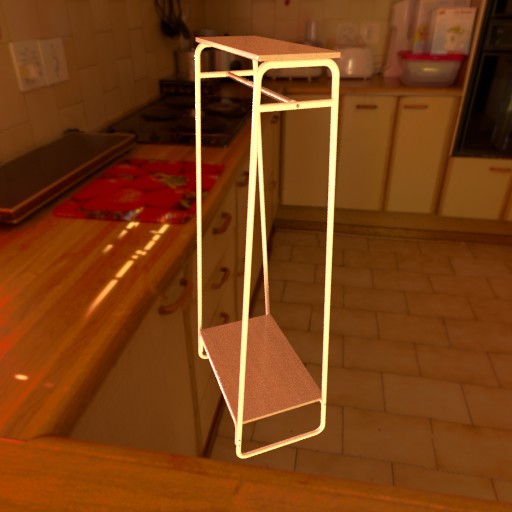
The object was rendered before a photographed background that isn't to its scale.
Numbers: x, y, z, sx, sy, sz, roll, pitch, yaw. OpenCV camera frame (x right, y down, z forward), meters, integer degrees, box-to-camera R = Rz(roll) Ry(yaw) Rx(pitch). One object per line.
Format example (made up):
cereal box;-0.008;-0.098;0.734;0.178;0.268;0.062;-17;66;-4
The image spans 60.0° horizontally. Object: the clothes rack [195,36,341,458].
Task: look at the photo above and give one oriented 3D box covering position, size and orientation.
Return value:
clothes rack;0.000;0.000;1.743;0.400;1.512;0.640;-11;32;-18
